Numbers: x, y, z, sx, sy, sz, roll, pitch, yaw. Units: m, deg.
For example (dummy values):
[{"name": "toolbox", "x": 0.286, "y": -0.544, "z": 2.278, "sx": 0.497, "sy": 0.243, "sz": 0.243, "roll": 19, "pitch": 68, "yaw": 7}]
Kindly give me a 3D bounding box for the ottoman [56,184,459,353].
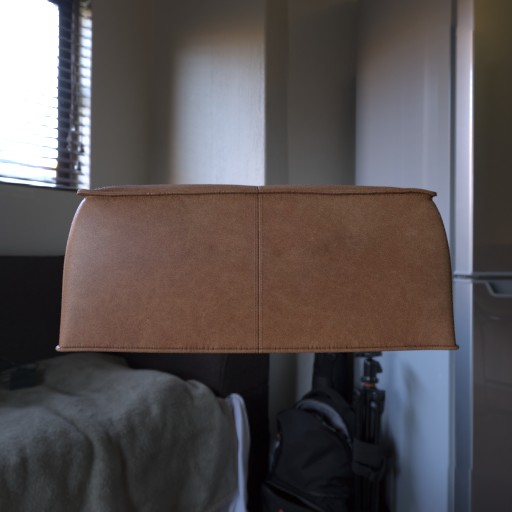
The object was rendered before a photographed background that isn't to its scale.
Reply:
[{"name": "ottoman", "x": 0.000, "y": 0.000, "z": 1.363, "sx": 0.902, "sy": 0.395, "sz": 0.901, "roll": 0, "pitch": 1, "yaw": -1}]
